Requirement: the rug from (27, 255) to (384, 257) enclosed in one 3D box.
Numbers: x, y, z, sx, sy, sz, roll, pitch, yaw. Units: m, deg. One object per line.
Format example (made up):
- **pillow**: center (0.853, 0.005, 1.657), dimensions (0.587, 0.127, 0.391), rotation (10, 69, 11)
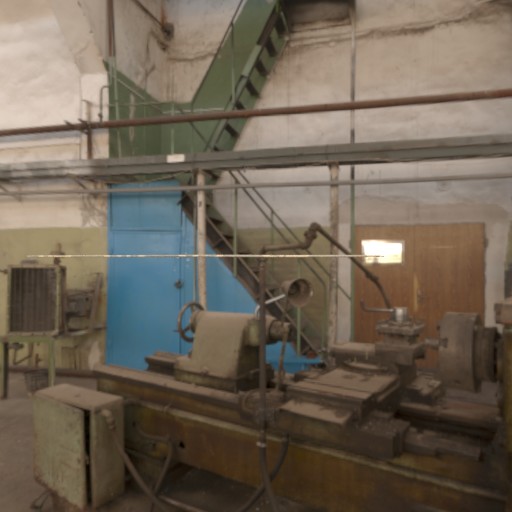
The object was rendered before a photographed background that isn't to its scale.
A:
- **rug**: center (0.000, 0.000, 2.785), dimensions (1.522, 0.013, 2.133), rotation (0, 0, 17)
